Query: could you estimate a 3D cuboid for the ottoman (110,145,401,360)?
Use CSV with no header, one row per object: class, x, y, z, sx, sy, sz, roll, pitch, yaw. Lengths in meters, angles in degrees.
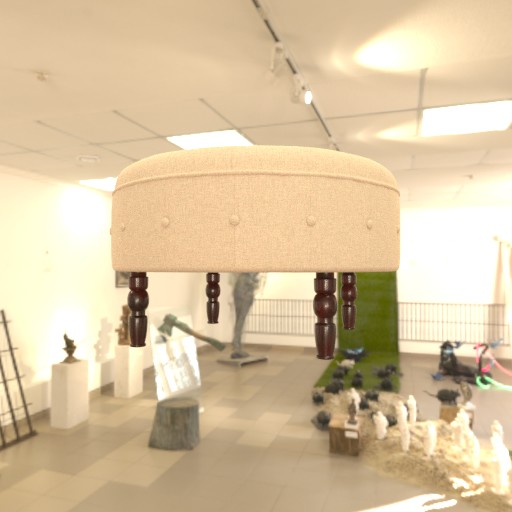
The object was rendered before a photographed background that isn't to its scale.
ottoman,0.000,0.000,1.366,0.848,0.494,0.848,0,-1,0
